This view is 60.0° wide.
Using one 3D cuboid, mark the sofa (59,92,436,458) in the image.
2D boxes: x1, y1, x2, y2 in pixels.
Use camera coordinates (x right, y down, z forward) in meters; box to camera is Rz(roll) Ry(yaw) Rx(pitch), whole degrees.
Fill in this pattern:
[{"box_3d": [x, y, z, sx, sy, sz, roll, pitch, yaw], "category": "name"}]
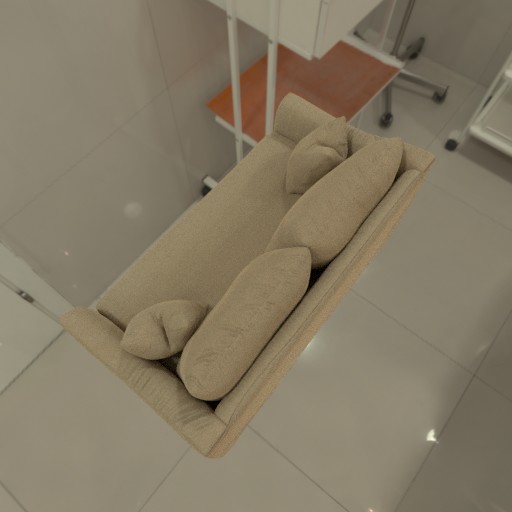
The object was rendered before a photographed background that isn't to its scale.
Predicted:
[{"box_3d": [0.000, 0.000, 2.634, 1.072, 1.018, 2.010, 36, 70, 15], "category": "sofa"}]
